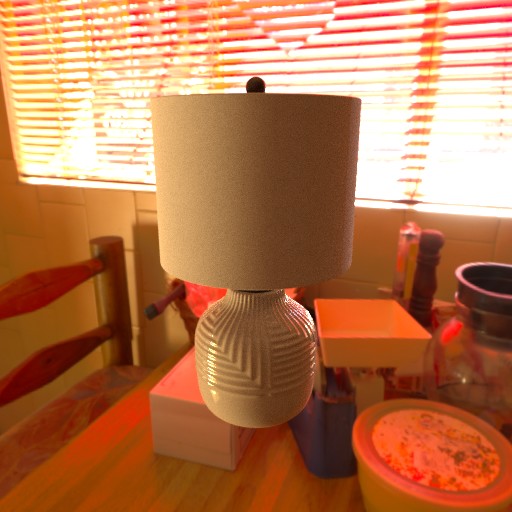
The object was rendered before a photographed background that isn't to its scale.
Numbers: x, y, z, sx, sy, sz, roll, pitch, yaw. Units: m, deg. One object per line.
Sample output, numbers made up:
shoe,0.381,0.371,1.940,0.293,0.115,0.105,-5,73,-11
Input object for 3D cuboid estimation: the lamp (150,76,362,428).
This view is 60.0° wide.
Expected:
lamp,0.000,0.000,0.752,0.318,0.567,0.318,0,16,0
